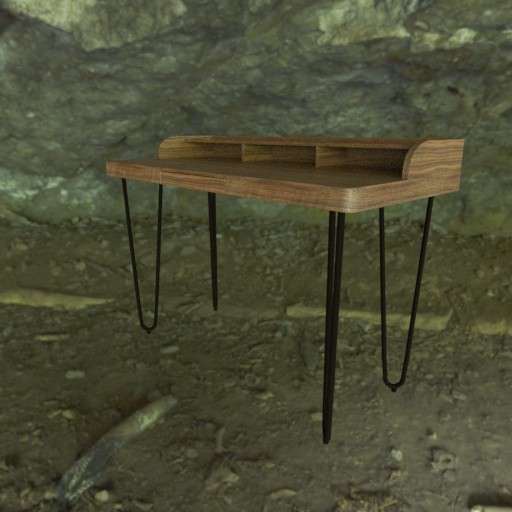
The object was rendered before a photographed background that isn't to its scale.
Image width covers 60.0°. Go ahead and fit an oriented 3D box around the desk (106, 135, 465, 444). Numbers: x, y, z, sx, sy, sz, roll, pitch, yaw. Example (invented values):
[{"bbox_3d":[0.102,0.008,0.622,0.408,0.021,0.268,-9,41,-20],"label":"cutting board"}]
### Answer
[{"bbox_3d":[0.000,0.000,1.656,0.565,0.854,1.200,-15,21,-42],"label":"desk"}]
